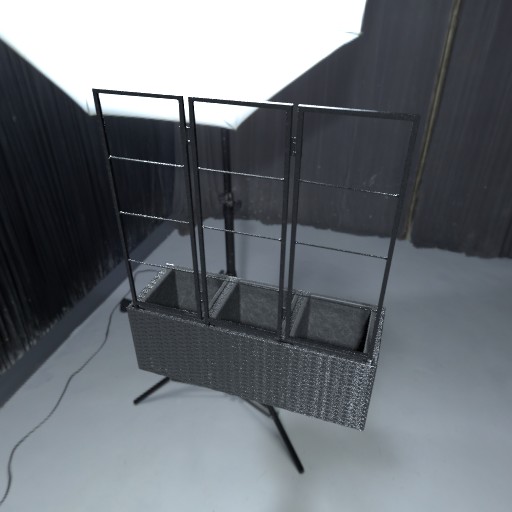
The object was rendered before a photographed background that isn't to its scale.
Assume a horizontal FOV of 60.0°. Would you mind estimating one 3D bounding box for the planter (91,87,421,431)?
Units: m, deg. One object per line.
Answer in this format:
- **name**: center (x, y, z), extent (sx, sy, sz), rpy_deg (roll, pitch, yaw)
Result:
- **planter**: center (0.000, 0.000, 1.163), extent (0.698, 0.841, 0.244), rpy_deg (10, 34, 16)
